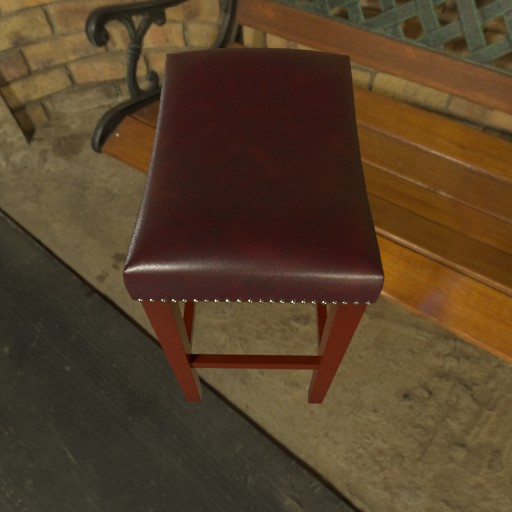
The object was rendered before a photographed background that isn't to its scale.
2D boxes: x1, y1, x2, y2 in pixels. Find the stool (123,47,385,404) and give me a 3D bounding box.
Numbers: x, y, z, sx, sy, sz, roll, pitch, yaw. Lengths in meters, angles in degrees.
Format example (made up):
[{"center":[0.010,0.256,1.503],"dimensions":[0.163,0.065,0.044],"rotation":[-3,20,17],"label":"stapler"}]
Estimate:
[{"center":[0.000,0.000,1.016],"dimensions":[0.372,0.742,0.504],"rotation":[1,58,0],"label":"stool"}]
